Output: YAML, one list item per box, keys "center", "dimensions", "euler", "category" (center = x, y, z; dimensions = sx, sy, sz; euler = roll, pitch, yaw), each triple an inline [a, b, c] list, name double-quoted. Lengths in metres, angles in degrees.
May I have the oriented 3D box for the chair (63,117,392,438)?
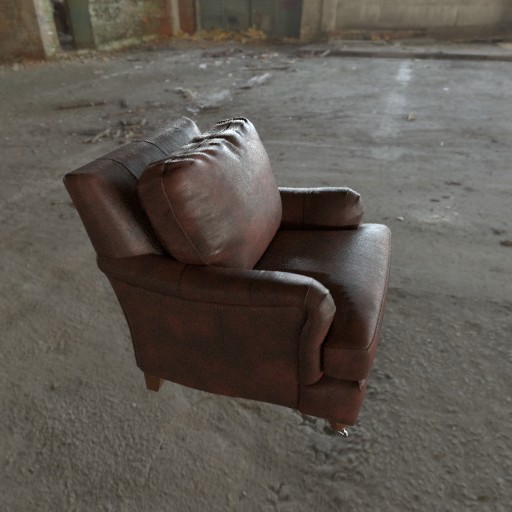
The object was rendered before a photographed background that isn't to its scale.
- center: [0.000, 0.000, 1.975]
  dimensions: [1.156, 1.051, 0.987]
  euler: [10, 32, 16]
  category: "chair"
